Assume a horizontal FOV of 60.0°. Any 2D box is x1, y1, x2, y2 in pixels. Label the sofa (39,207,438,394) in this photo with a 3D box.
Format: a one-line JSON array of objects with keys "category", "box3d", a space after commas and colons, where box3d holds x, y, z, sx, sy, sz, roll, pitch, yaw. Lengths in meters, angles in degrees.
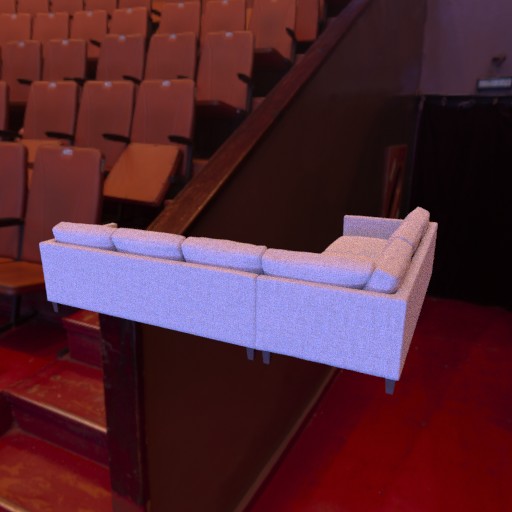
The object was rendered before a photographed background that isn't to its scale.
[{"category": "sofa", "box3d": [0.000, 0.000, 4.436, 3.182, 0.863, 2.432, 8, 19, 24]}]
